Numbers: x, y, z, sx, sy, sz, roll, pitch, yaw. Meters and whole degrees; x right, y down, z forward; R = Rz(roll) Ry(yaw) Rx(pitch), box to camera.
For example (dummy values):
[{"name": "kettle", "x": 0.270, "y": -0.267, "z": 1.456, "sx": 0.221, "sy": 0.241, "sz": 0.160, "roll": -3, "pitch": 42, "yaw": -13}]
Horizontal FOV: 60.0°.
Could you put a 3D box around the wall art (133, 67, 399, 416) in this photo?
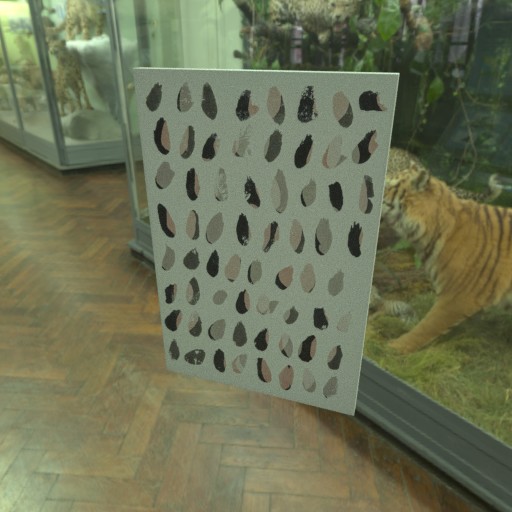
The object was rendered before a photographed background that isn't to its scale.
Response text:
[{"name": "wall art", "x": 0.000, "y": 0.000, "z": 0.785, "sx": 0.405, "sy": 0.608, "sz": 0.025, "roll": 9, "pitch": 27, "yaw": 17}]
